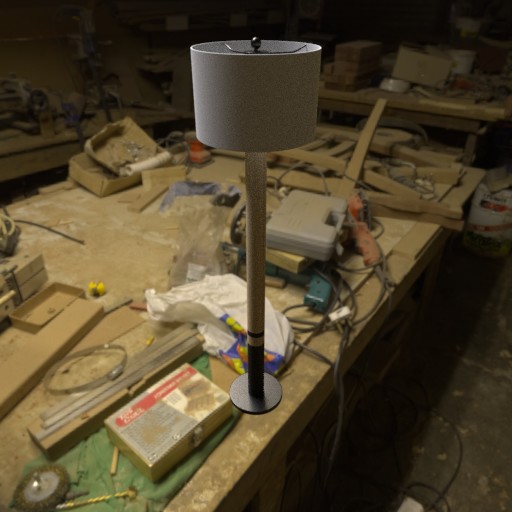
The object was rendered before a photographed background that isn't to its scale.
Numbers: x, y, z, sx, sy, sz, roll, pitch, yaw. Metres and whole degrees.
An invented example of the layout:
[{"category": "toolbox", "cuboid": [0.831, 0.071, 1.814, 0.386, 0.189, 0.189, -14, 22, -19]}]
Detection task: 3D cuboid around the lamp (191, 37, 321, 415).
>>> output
[{"category": "lamp", "cuboid": [0.000, 0.000, 1.666, 0.381, 1.478, 0.381, 21, 37, 31]}]
